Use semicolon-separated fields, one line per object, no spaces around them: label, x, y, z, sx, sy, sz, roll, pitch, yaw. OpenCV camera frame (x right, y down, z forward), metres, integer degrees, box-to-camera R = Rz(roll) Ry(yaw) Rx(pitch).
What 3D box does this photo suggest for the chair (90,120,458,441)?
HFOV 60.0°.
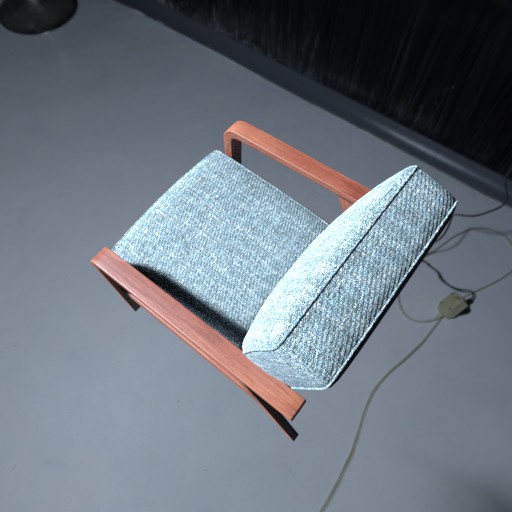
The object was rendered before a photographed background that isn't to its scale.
chair;0.000;0.000;1.464;0.889;0.864;0.719;35;69;16
